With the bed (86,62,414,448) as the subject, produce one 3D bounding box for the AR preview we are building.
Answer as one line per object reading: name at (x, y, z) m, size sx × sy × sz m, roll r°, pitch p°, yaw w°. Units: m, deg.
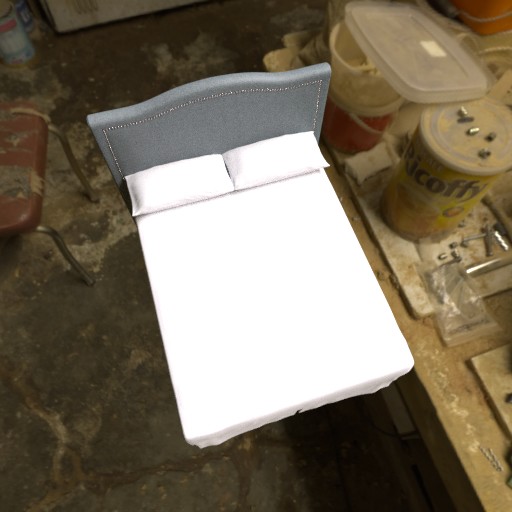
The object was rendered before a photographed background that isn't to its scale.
bed at (0.000, 0.000, 3.209) m, size 1.753 × 1.460 × 2.143 m, roll -16°, pitch 64°, yaw -8°
